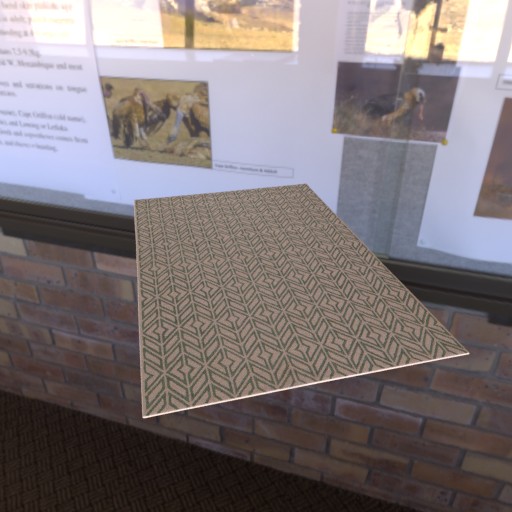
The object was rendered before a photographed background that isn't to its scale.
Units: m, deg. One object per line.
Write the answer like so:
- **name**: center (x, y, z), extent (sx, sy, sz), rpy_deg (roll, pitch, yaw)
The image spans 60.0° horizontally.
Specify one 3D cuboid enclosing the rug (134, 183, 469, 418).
- **rug**: center (0.000, 0.000, 2.327), extent (1.220, 0.007, 1.828), rpy_deg (-7, 31, -12)
